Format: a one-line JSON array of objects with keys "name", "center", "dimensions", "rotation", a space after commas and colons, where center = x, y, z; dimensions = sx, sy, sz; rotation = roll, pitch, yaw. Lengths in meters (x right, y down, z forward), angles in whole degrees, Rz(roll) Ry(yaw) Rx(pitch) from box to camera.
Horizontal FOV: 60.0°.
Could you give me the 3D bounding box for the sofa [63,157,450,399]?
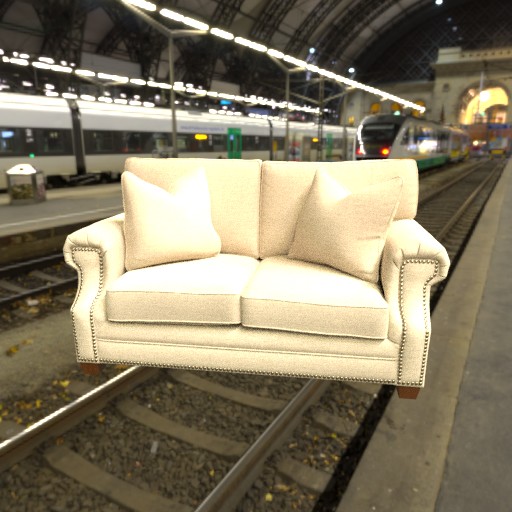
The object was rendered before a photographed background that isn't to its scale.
[{"name": "sofa", "center": [0.000, 0.000, 2.266], "dimensions": [1.701, 0.966, 0.966], "rotation": [2, 14, 8]}]
